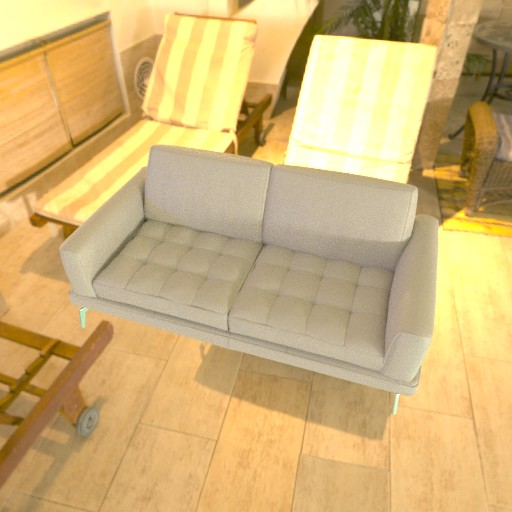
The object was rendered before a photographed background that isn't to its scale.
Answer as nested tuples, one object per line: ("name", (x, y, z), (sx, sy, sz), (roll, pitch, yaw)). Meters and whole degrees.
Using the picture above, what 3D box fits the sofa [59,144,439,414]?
("sofa", (0.000, 0.000, 2.803), (2.177, 0.930, 1.121), (12, 42, 14))
